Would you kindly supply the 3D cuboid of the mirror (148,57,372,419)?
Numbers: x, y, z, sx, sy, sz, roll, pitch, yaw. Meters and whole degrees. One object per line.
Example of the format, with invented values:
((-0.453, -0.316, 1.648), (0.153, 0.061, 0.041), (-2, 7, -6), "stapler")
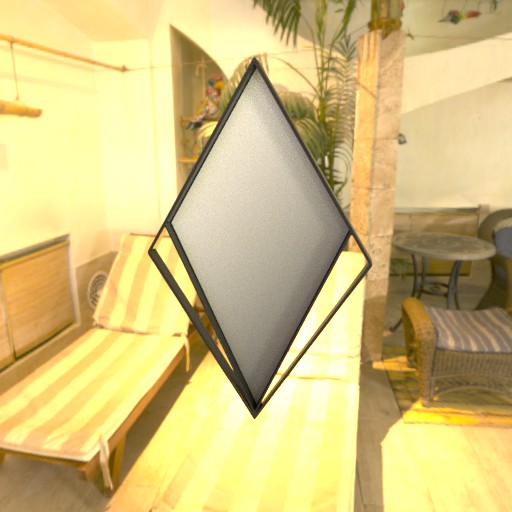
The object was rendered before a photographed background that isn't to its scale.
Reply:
((0.000, 0.000, 0.825), (0.419, 0.679, 0.032), (3, 15, 11), "mirror")
